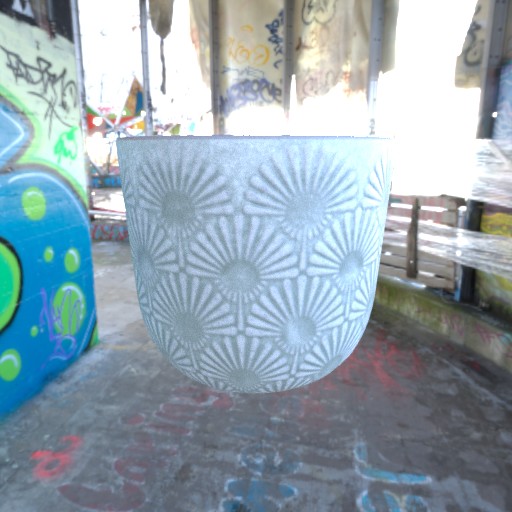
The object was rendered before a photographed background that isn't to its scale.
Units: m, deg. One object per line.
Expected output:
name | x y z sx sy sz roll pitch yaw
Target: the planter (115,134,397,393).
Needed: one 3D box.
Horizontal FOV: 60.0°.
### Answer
planter | 0.000 0.000 0.297 0.170 0.152 0.170 0 14 0
